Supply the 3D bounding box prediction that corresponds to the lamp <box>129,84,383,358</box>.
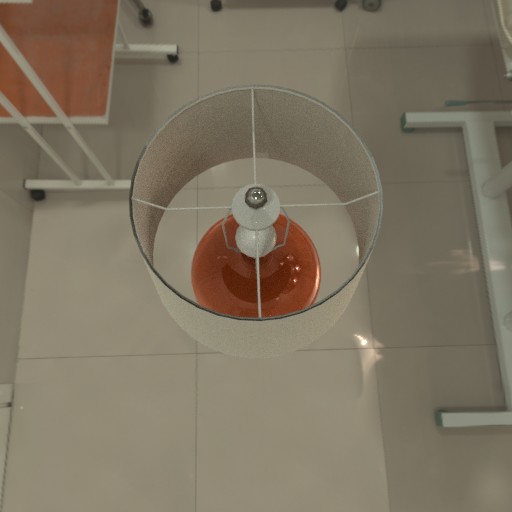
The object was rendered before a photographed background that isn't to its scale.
[{"bbox_3d":[0.000,0.000,0.545,0.247,0.387,0.247,0,75,0],"label":"lamp"}]
